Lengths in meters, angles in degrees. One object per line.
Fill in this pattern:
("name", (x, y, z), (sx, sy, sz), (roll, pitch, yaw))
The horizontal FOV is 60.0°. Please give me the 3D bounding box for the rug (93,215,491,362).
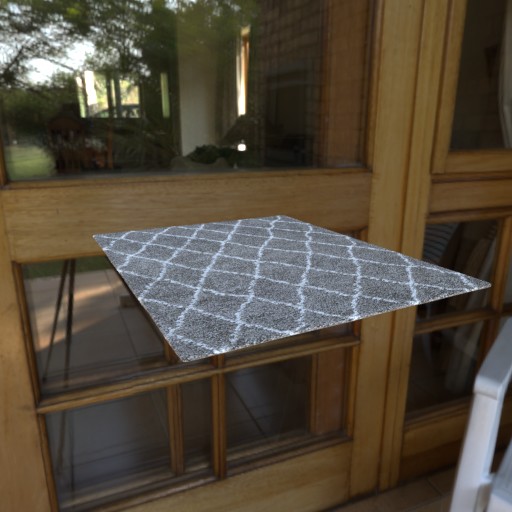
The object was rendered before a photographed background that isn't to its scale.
("rug", (0.000, 0.000, 4.090), (2.438, 0.029, 3.047), (-8, 18, -26))
